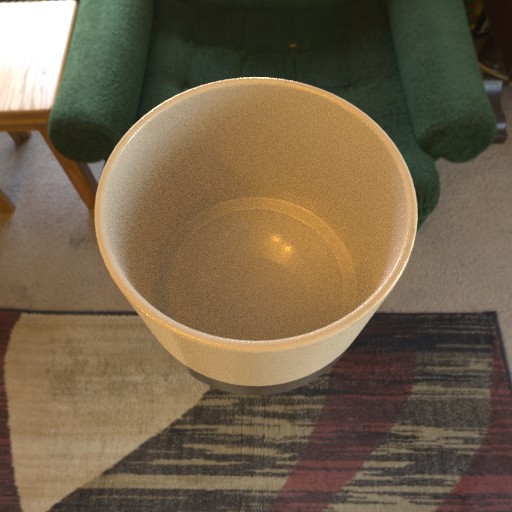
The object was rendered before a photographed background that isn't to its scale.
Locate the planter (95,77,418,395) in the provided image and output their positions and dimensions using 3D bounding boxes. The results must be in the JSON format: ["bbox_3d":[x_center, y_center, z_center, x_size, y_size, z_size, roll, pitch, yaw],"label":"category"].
[{"bbox_3d":[0.000,0.000,0.346,0.193,0.177,0.193,0,64,0],"label":"planter"}]
